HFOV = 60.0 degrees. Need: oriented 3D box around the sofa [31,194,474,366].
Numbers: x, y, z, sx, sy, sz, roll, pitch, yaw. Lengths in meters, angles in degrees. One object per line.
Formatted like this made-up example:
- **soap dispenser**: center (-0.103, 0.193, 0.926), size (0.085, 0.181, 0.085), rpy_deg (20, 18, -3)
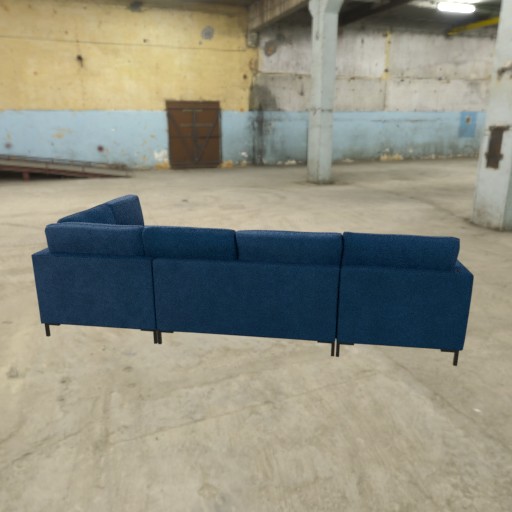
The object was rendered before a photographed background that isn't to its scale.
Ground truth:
- **sofa**: center (0.000, 0.000, 4.375), size (3.434, 0.992, 2.055), rpy_deg (2, 16, 8)
